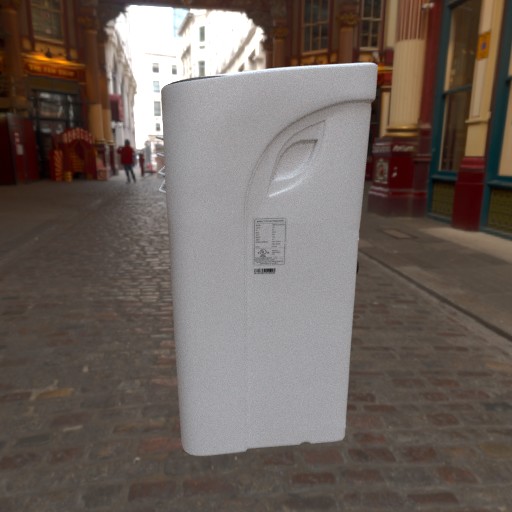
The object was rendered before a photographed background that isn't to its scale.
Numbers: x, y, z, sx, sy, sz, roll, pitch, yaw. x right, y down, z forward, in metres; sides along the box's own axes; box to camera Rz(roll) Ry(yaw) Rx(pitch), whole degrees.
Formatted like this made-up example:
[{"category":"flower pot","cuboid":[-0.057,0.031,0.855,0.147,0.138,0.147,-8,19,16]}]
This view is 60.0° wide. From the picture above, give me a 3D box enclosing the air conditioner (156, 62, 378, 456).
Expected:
[{"category":"air conditioner","cuboid":[0.000,0.000,0.918,0.369,0.716,0.352,-2,14,-9]}]
